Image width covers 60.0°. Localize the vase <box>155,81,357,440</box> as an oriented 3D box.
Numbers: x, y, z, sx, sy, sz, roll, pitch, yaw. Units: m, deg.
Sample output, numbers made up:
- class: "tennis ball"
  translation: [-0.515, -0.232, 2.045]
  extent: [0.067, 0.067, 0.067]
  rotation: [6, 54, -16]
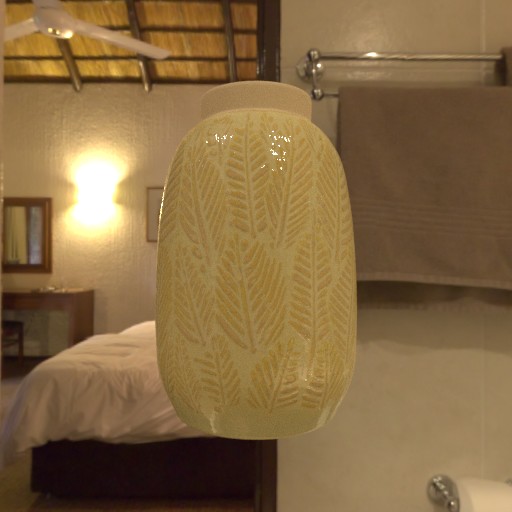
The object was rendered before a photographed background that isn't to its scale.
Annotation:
- class: "vase"
  translation: [0.000, 0.000, 0.388]
  extent: [0.172, 0.270, 0.172]
  rotation: [0, 0, 0]
